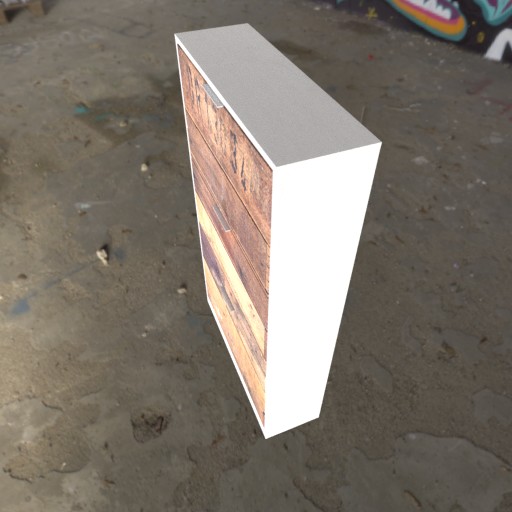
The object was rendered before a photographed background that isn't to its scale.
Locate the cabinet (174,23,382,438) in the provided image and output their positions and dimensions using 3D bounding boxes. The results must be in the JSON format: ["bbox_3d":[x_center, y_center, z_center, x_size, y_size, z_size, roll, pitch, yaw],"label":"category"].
[{"bbox_3d":[0.000,0.000,1.571,0.250,1.280,0.750,-16,48,-15],"label":"cabinet"}]
